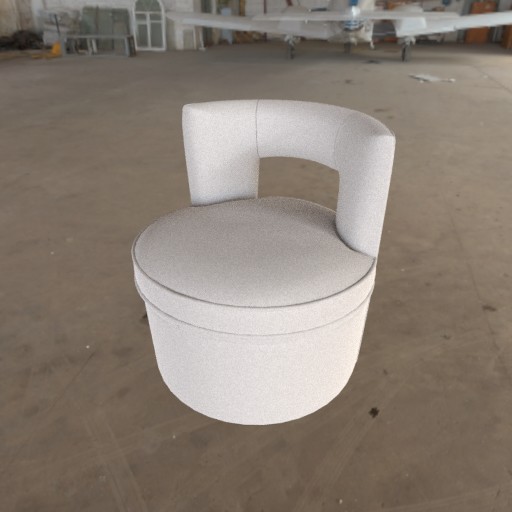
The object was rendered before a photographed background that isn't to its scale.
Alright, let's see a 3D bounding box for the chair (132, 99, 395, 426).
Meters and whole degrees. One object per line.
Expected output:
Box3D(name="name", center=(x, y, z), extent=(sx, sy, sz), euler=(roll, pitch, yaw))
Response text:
Box3D(name="chair", center=(0.000, 0.000, 1.226), extent=(0.650, 0.723, 0.665), euler=(18, 34, 28))
